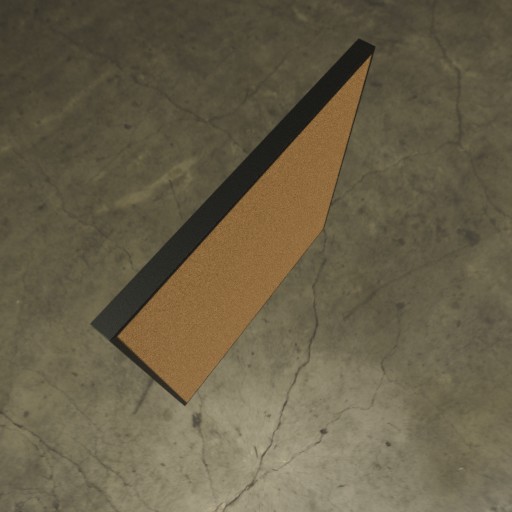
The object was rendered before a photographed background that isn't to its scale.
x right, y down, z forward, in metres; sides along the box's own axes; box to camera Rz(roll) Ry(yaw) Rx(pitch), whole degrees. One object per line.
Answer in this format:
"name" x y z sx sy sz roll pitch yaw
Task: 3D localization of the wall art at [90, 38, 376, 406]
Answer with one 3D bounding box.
"wall art" 0.000 0.000 1.131 0.042 0.766 0.769 34 69 15
